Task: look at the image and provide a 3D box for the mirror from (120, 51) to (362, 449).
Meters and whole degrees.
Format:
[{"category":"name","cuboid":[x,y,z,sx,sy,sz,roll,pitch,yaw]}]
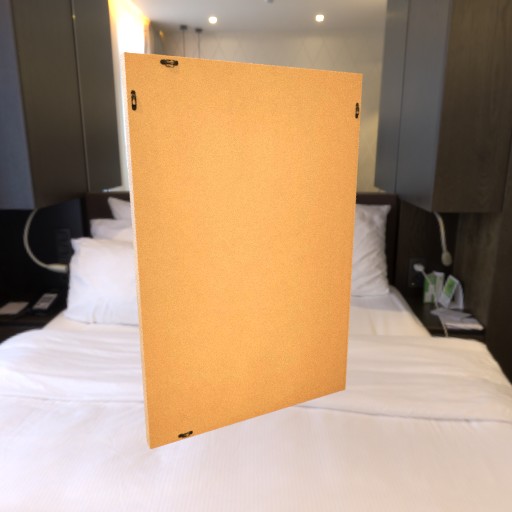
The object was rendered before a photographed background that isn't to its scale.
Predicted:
[{"category":"mirror","cuboid":[0.000,0.000,1.142,0.609,0.915,0.041,-7,16,-27]}]
